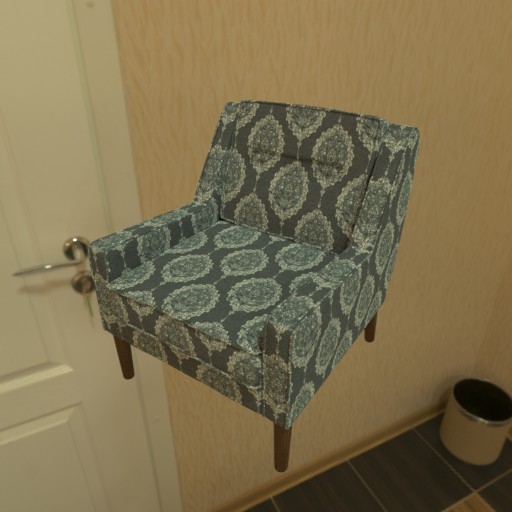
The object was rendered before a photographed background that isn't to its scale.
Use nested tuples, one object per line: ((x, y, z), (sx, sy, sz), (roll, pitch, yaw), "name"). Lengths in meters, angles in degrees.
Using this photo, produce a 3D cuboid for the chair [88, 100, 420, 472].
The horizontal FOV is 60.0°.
((0.000, 0.000, 1.332), (0.663, 0.792, 0.743), (19, 35, 29), "chair")
